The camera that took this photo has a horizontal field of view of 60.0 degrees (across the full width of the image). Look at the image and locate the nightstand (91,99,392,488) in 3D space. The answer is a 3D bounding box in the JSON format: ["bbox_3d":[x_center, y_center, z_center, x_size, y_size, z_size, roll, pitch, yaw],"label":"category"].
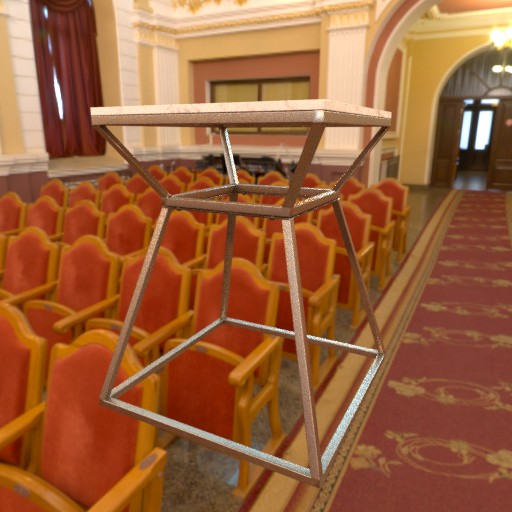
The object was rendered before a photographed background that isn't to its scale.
[{"bbox_3d":[0.000,0.000,0.885,0.455,0.554,0.455,8,17,27],"label":"nightstand"}]
